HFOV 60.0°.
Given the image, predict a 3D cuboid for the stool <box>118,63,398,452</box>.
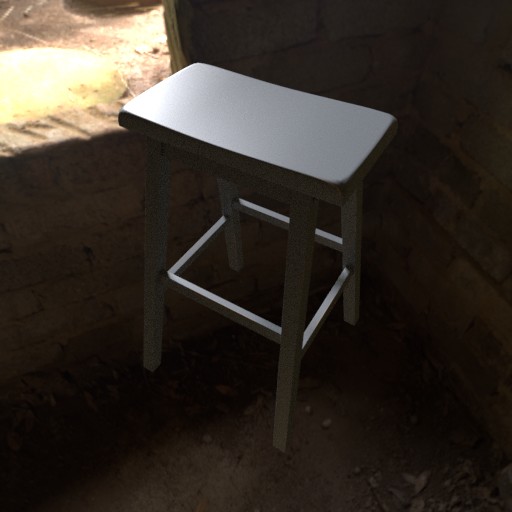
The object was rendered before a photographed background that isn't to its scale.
[{"bbox_3d":[0.000,0.000,1.050,0.457,0.737,0.476,24,51,21],"label":"stool"}]
